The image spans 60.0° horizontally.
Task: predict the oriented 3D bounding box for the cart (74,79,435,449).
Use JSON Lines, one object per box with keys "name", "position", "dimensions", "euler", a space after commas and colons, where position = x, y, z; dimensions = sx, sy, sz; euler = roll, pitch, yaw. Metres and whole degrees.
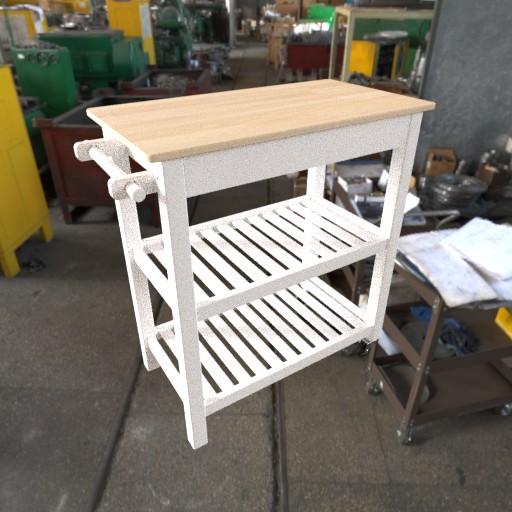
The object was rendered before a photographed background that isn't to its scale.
{"name": "cart", "position": [0.000, 0.000, 1.422], "dimensions": [0.899, 0.927, 0.457], "euler": [-18, 36, -27]}
